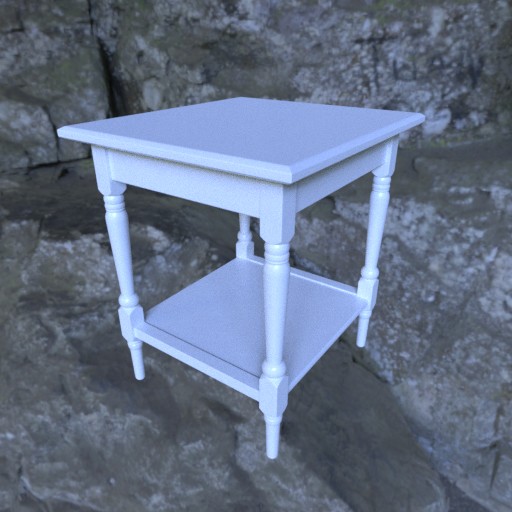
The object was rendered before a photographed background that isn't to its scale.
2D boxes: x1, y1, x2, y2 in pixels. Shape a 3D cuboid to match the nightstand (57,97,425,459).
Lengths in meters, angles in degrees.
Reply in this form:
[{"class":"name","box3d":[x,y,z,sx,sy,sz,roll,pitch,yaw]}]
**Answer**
[{"class":"nightstand","box3d":[0.000,0.000,0.927,0.459,0.555,0.505,18,31,31]}]
